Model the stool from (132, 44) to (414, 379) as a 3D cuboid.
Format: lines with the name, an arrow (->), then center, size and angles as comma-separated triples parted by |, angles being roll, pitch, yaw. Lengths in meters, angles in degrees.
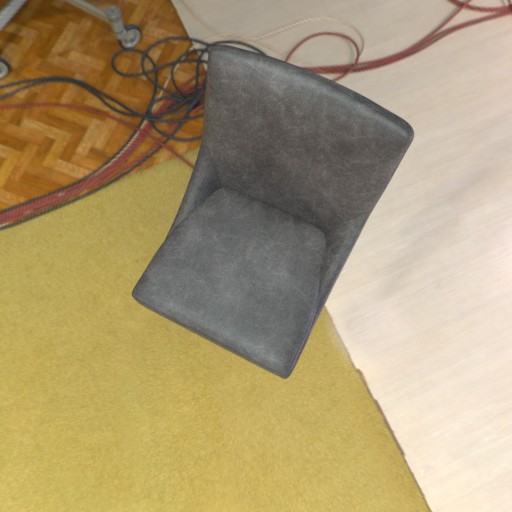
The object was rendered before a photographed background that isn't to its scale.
stool -> 0.000, 0.000, 1.363 | 0.492, 1.046, 0.587 | 26, 76, 7
